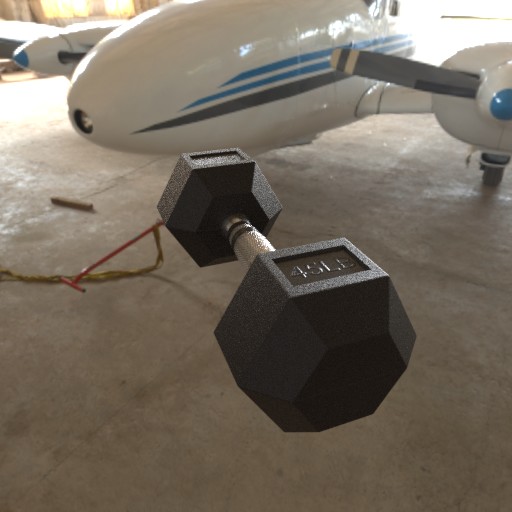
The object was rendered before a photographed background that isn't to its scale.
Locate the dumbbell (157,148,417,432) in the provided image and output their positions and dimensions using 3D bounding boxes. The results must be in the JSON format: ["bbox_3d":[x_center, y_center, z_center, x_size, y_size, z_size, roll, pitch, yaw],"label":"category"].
[{"bbox_3d":[0.000,0.000,0.433,0.141,0.123,0.356,-11,32,-18],"label":"dumbbell"}]
